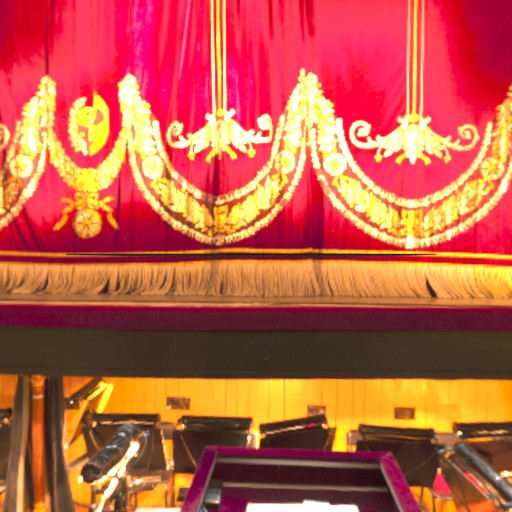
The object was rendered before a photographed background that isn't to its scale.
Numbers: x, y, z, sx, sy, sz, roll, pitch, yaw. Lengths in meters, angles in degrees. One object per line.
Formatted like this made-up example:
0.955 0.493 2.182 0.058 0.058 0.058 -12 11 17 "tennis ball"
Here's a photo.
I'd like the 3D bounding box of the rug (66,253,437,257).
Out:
0.000 0.000 2.337 1.200 0.005 1.819 0 0 1 "rug"
